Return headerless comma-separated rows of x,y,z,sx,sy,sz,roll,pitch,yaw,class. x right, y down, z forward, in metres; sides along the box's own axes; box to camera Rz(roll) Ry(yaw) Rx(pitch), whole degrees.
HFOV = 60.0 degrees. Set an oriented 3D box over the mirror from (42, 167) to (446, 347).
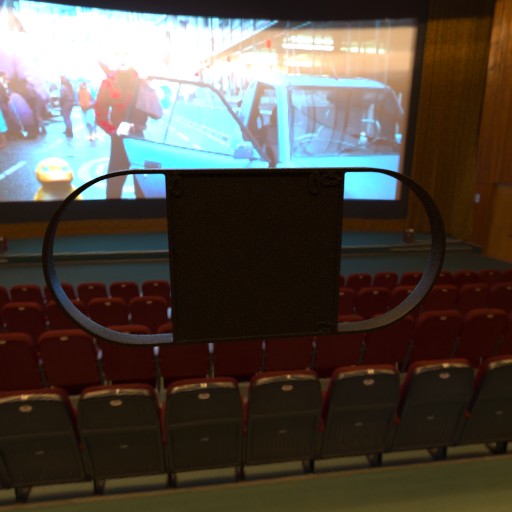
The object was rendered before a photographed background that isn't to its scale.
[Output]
0.000,0.000,0.651,0.584,0.254,0.032,-2,14,-9,mirror
